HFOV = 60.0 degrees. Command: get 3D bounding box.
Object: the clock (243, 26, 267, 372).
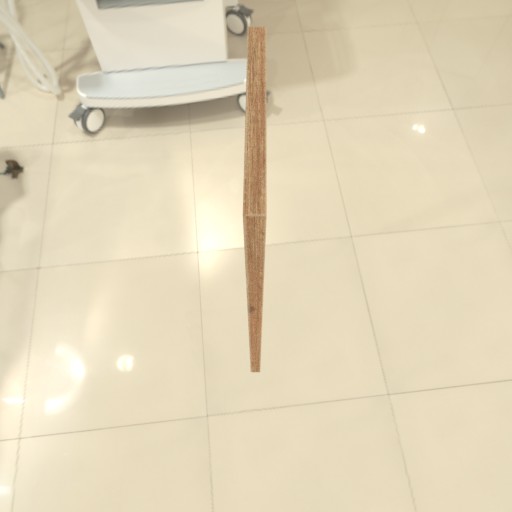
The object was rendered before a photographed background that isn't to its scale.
[{"bbox_3d":[0.000,0.000,1.076,0.030,0.965,0.361,0,64,0],"label":"clock"}]
